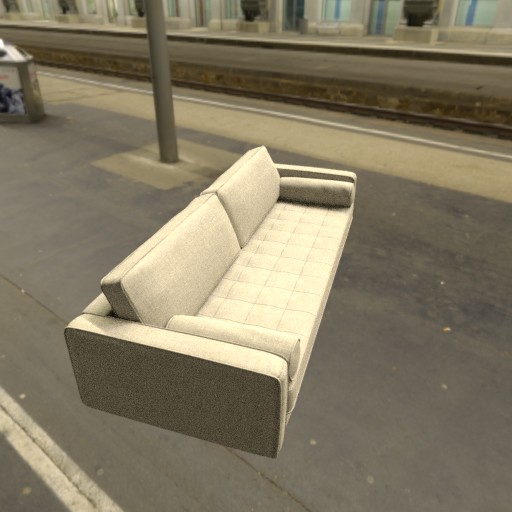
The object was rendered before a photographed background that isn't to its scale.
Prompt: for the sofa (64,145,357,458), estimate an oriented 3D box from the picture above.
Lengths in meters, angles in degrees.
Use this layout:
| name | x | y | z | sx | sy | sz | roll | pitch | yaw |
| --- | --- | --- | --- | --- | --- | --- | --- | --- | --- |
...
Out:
| name | x | y | z | sx | sy | sz | roll | pitch | yaw |
| --- | --- | --- | --- | --- | --- | --- | --- | --- | --- |
| sofa | 0.000 | 0.000 | 2.598 | 0.914 | 0.762 | 2.211 | 9 | 31 | 15 |
